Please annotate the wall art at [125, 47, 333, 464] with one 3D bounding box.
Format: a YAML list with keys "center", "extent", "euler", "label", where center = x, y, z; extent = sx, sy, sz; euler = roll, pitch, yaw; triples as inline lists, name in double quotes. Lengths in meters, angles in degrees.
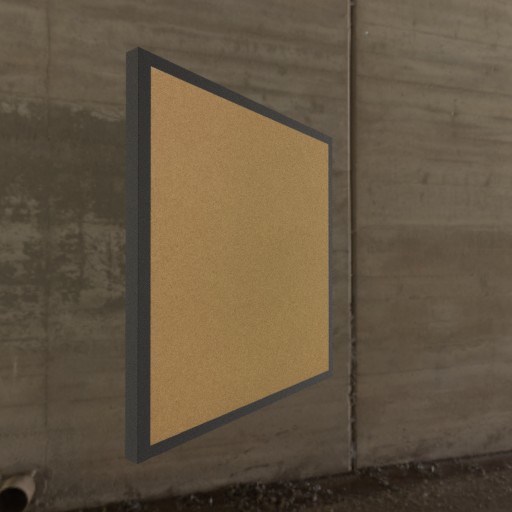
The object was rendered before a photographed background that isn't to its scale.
- center: [0.000, 0.000, 1.122]
  extent: [0.037, 0.760, 0.762]
  euler: [0, -1, 37]
  label: "wall art"
